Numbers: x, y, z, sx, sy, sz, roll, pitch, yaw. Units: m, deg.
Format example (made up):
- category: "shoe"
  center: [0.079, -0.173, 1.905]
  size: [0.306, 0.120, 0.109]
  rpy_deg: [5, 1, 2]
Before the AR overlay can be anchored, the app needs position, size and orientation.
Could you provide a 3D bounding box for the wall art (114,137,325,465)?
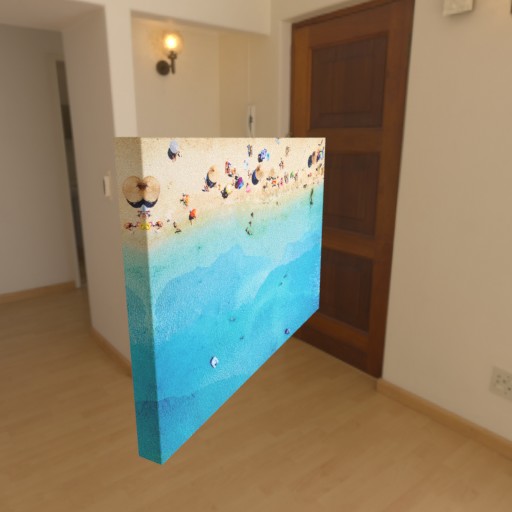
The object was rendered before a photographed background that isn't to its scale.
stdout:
- category: "wall art"
  center: [0.000, 0.000, 1.152]
  size: [0.057, 0.595, 0.894]
  rpy_deg: [7, 17, 26]
